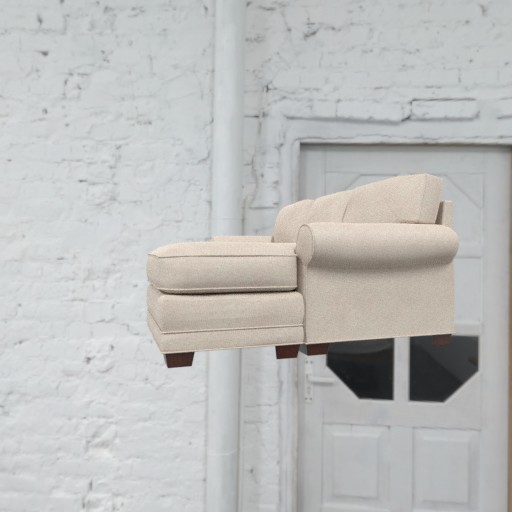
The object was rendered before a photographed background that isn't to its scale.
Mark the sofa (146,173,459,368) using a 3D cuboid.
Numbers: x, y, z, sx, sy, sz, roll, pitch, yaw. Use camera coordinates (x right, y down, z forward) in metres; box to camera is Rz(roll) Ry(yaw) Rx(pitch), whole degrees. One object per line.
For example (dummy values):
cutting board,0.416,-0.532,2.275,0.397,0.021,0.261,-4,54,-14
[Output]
sofa,0.000,0.000,2.440,1.226,0.734,1.770,0,1,-18
